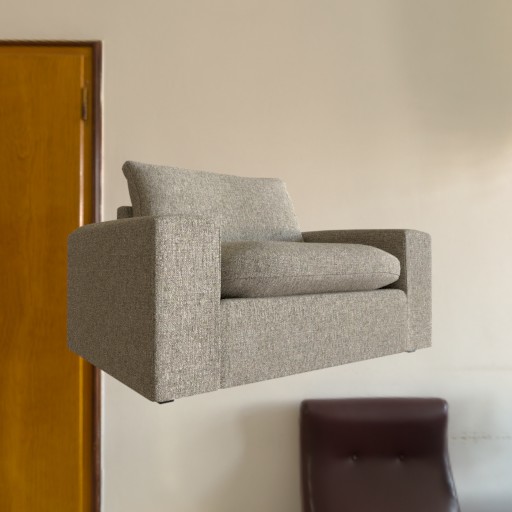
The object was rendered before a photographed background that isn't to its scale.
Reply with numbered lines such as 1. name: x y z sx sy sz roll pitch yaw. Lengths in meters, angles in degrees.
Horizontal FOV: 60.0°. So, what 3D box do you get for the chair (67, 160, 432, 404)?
1. chair: 0.000 0.000 2.036 1.398 0.915 1.039 0 -1 -36
